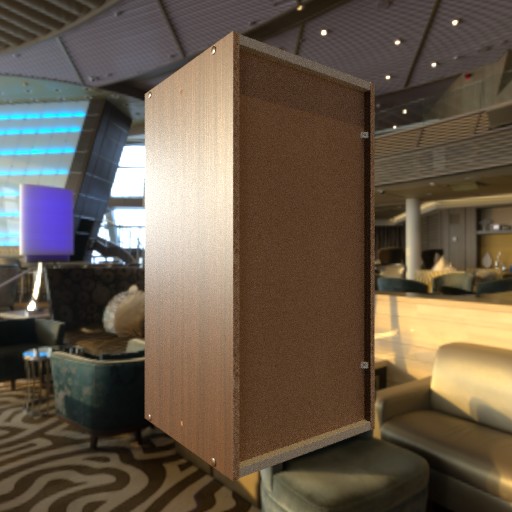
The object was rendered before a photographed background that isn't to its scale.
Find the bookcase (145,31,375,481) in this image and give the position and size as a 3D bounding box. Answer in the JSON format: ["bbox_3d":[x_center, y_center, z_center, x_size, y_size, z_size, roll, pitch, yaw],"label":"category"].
[{"bbox_3d":[0.000,0.000,0.795,0.300,0.600,0.290,0,0,-37],"label":"bookcase"}]
